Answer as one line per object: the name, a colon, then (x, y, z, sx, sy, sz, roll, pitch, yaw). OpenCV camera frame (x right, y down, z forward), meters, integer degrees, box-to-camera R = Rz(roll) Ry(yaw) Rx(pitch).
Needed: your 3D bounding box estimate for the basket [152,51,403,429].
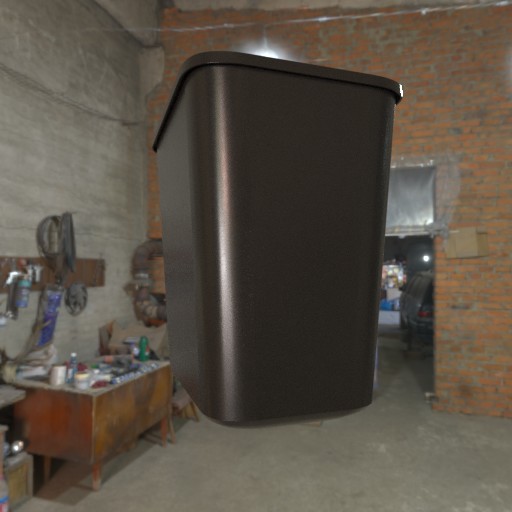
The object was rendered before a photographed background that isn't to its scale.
basket: (0.000, 0.000, 0.502, 0.211, 0.307, 0.300, 1, -2, -19)
